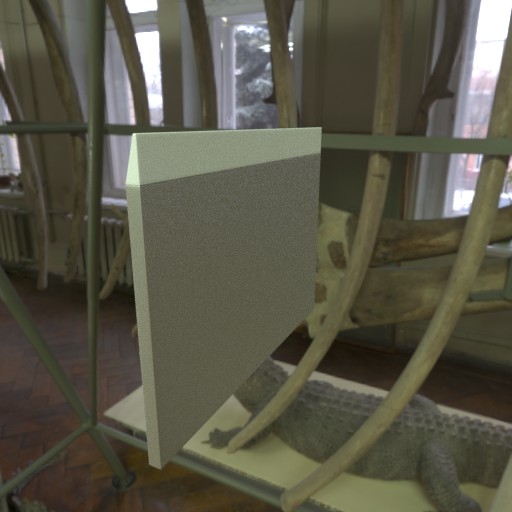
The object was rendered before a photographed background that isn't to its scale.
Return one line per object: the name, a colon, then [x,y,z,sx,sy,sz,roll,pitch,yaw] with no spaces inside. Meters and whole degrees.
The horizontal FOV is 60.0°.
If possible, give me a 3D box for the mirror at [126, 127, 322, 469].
mirror: [0.000,0.000,1.147,0.030,0.630,0.870,8,19,26]
